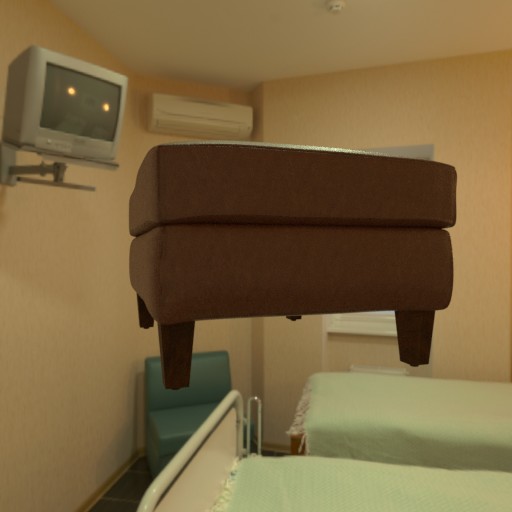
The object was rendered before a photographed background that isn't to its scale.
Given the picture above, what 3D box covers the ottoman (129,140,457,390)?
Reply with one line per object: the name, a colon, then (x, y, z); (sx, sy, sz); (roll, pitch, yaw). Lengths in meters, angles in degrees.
ottoman: (0.000, 0.000, 1.223); (0.650, 0.485, 0.851); (0, 1, -18)
